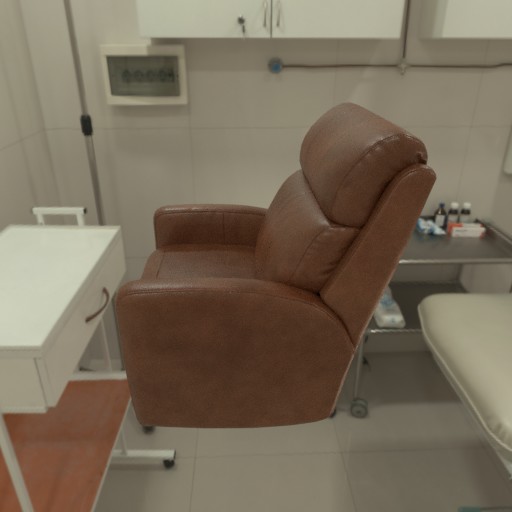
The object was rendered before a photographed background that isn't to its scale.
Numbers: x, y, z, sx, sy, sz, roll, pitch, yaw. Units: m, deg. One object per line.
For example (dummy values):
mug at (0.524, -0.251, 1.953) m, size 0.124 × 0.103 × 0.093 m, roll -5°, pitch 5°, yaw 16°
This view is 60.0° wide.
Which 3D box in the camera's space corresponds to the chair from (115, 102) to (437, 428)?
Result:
chair at (0.000, 0.000, 1.643) m, size 0.939 × 1.016 × 0.787 m, roll -1°, pitch 26°, yaw -2°
